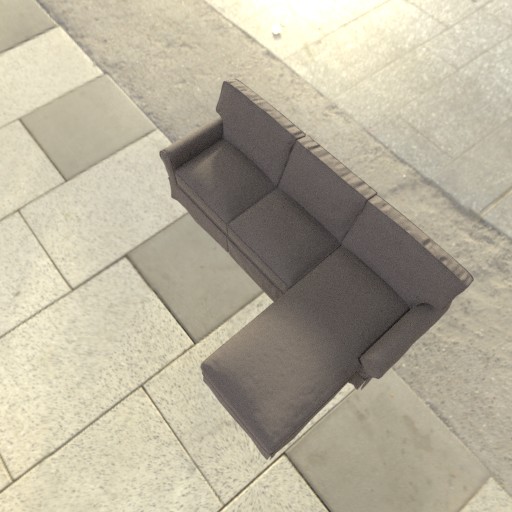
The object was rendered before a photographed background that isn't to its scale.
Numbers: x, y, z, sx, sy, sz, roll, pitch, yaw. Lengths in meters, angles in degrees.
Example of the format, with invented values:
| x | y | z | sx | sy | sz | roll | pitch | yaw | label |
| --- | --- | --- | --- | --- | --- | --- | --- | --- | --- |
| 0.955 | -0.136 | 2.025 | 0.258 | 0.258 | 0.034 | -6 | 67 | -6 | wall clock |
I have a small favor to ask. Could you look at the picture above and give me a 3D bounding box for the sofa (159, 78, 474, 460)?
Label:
| x | y | z | sx | sy | sz | roll | pitch | yaw | label |
| --- | --- | --- | --- | --- | --- | --- | --- | --- | --- |
| 0.000 | 0.000 | 3.373 | 1.733 | 0.978 | 2.475 | -38 | 69 | -17 | sofa |
